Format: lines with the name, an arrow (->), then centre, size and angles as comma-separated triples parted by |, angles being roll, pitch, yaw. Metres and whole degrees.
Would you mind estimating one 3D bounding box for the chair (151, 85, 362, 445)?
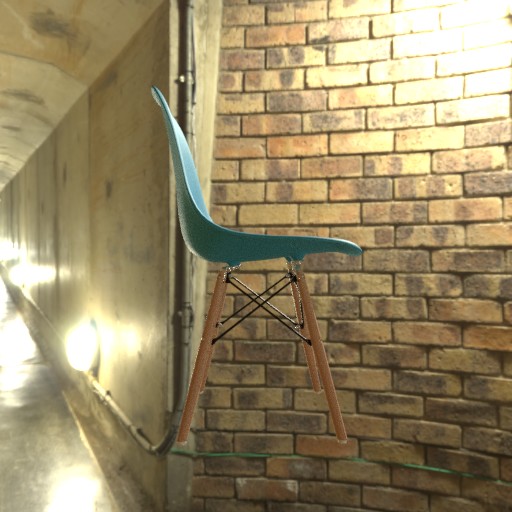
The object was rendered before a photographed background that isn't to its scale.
chair -> 0.000, 0.000, 1.157 | 0.531, 0.826, 0.470 | 0, 0, -1
